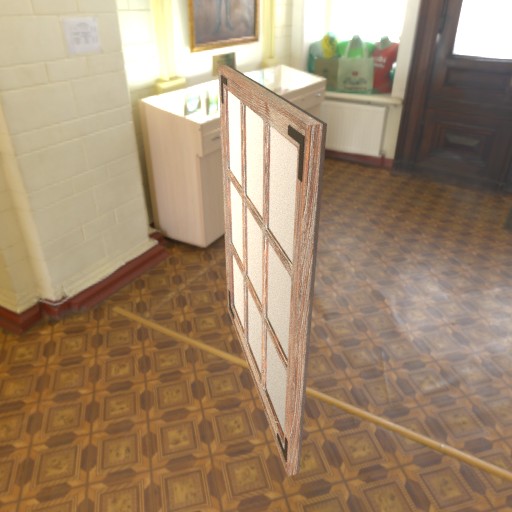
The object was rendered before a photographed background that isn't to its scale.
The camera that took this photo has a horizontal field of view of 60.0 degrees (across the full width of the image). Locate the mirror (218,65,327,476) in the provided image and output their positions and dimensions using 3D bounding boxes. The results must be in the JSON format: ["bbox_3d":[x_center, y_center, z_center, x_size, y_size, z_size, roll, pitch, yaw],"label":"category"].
[{"bbox_3d":[0.000,0.000,1.214,0.032,0.882,0.730,-8,31,-13],"label":"mirror"}]
